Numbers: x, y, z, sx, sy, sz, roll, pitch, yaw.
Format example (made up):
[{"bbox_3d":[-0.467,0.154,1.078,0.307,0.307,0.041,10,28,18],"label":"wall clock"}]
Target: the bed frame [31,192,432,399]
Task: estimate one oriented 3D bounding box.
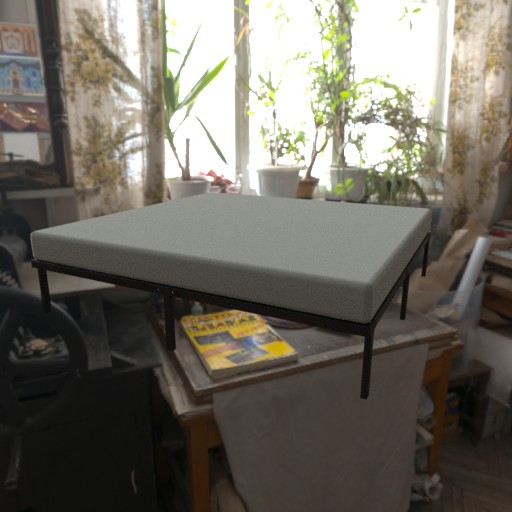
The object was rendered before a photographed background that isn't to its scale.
[{"bbox_3d":[0.000,0.000,3.951,2.635,0.680,2.526,8,18,26],"label":"bed frame"}]
